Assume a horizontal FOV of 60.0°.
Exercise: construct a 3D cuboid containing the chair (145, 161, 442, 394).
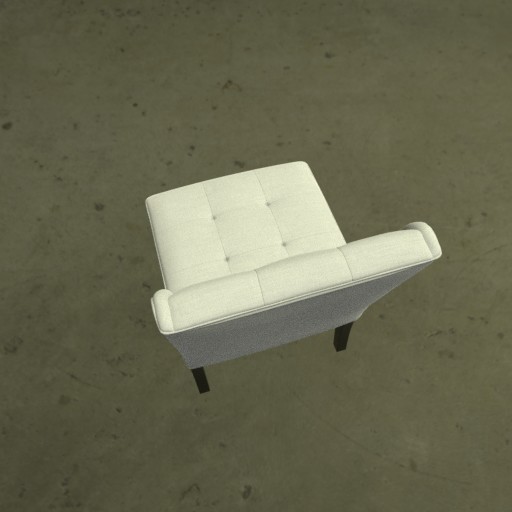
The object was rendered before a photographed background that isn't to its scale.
[{"bbox_3d":[0.000,0.000,1.318,0.569,0.853,0.676,-15,60,-9],"label":"chair"}]
